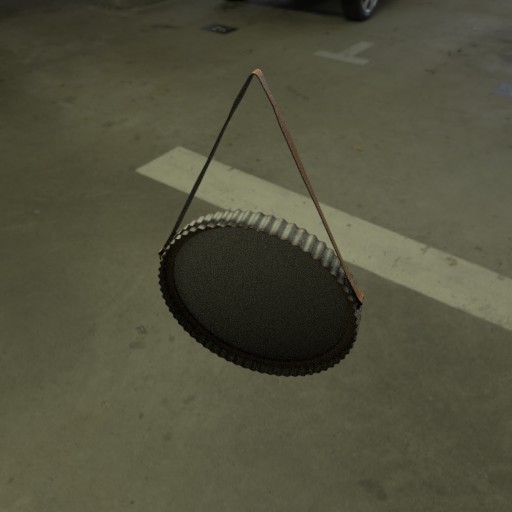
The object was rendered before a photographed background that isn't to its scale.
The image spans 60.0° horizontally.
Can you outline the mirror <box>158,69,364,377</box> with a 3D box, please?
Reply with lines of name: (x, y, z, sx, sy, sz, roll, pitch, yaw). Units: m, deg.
mirror: (0.000, 0.000, 0.697, 0.355, 0.568, 0.042, 13, 43, 14)
